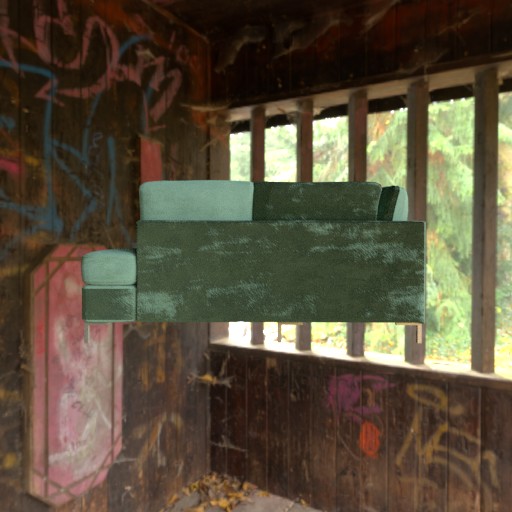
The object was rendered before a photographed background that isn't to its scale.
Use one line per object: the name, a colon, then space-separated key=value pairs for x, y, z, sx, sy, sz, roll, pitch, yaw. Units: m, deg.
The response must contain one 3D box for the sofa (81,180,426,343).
sofa: x=0.000 y=0.000 z=4.314 sx=2.055 sy=0.992 sz=3.434 roll=0 pitch=1 yaw=1
